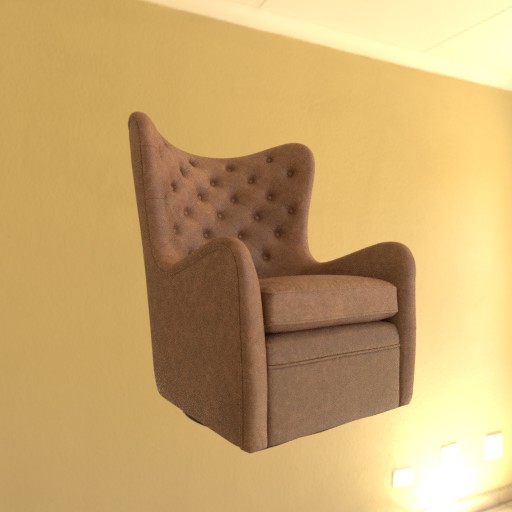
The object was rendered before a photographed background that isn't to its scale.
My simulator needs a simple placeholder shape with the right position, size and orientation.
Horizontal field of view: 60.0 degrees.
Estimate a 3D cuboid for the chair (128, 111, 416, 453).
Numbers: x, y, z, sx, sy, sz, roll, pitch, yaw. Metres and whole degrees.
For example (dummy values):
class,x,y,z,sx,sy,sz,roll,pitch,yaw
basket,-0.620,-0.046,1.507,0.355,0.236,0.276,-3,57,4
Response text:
class,x,y,z,sx,sy,sz,roll,pitch,yaw
chair,0.000,0.000,1.698,0.831,1.079,0.930,0,0,-35
